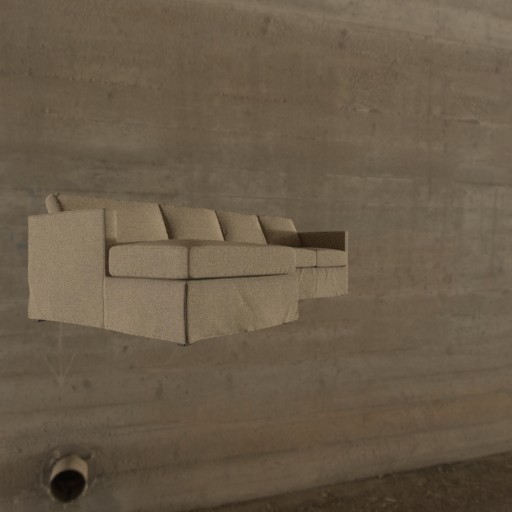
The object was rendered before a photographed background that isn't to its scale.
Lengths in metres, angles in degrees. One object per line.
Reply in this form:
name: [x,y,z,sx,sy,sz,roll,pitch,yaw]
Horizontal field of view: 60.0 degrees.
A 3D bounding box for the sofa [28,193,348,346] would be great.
sofa: [0.000,0.000,3.856,1.638,0.920,3.198,0,0,38]
